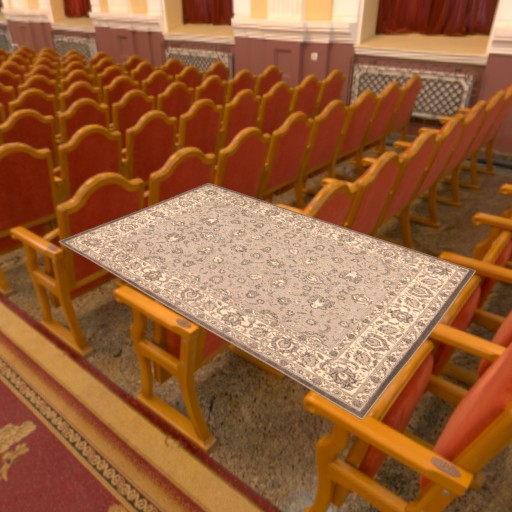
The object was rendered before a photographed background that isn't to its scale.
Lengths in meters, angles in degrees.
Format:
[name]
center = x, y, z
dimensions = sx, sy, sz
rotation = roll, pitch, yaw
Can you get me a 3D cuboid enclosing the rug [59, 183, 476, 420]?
[rug]
center = 0.000, 0.000, 3.017
dimensions = 2.438, 0.011, 1.524
rotation = 23, 37, 34
